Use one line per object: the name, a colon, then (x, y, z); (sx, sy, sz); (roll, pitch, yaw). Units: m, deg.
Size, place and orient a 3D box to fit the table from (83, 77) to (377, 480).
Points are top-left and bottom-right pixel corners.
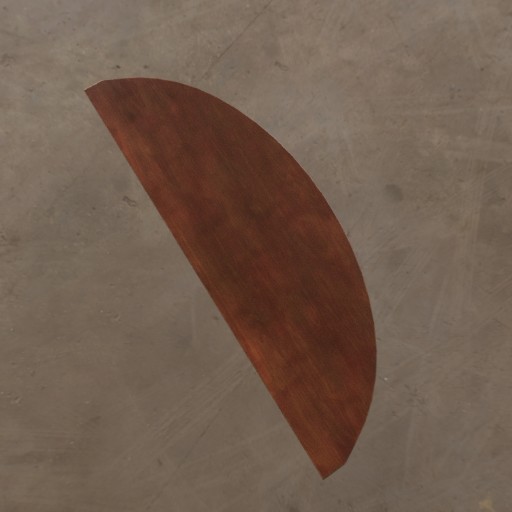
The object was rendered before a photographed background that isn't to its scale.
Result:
table: (0.000, 0.000, 1.497); (0.394, 0.699, 1.198); (-32, 79, -7)
